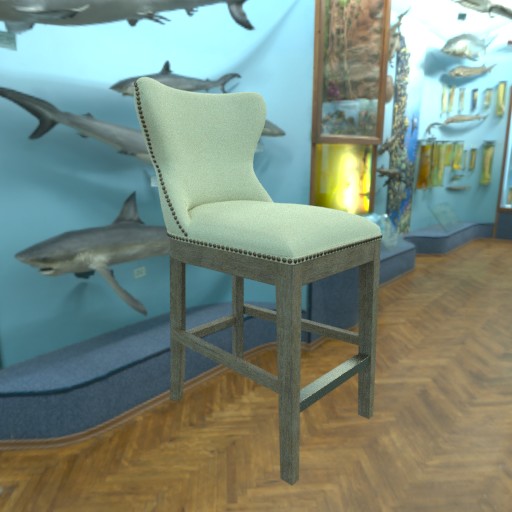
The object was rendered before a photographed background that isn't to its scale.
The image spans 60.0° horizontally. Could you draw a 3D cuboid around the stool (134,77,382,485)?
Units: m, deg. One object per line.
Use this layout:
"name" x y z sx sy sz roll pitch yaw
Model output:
"stool" 0.000 0.000 1.302 0.608 0.981 0.498 12 18 41
